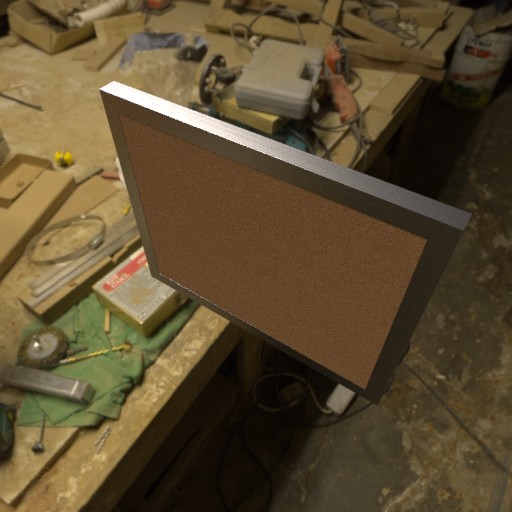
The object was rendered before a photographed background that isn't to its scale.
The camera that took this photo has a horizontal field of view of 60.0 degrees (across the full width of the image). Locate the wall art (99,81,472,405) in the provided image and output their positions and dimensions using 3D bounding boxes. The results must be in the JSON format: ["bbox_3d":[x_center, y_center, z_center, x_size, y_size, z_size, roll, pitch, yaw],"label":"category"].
[{"bbox_3d":[0.000,0.000,0.758,0.557,0.456,0.032,26,53,22],"label":"wall art"}]
